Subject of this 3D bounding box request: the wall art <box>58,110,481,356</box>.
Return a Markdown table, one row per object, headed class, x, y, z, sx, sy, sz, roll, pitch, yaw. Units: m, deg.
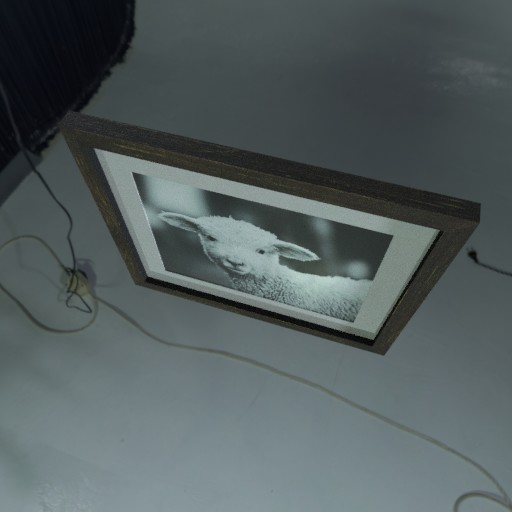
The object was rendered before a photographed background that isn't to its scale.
| class | x | y | z | sx | sy | sz | roll | pitch | yaw |
| --- | --- | --- | --- | --- | --- | --- | --- | --- | --- |
| wall art | 0.000 | 0.000 | 0.764 | 0.558 | 0.457 | 0.032 | 15 | 59 | 9 |
